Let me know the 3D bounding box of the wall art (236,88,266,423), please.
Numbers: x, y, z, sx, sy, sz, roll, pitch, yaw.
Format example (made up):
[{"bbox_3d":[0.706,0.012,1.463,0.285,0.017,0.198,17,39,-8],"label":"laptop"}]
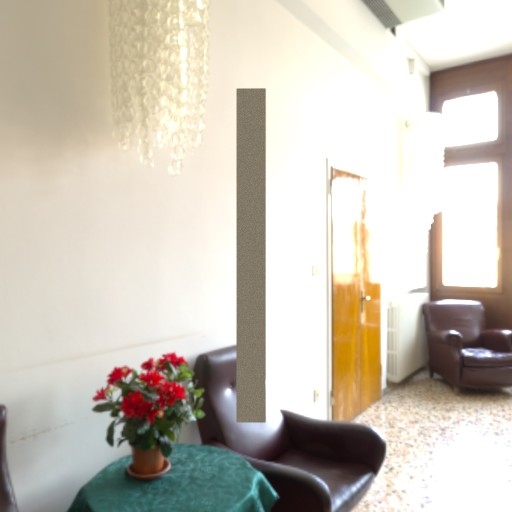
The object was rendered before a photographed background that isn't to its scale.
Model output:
[{"bbox_3d":[0.000,0.000,0.977,0.038,0.431,0.812,0,0,1],"label":"wall art"}]
